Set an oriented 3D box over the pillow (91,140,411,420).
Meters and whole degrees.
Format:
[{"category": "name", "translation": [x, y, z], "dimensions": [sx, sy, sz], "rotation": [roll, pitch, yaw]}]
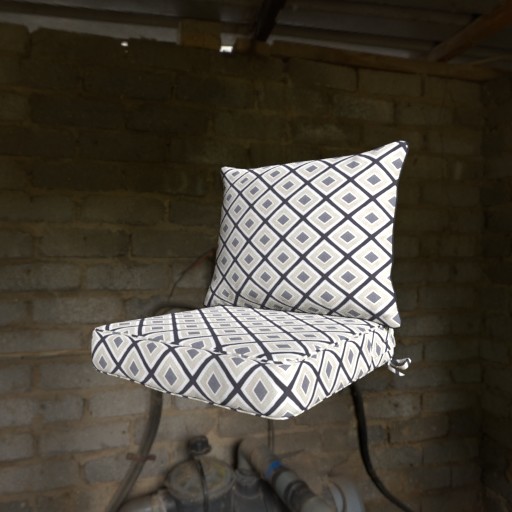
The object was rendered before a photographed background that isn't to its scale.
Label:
[{"category": "pillow", "translation": [0.000, 0.000, 1.373], "dimensions": [0.798, 0.722, 0.733], "rotation": [1, 1, 36]}]
